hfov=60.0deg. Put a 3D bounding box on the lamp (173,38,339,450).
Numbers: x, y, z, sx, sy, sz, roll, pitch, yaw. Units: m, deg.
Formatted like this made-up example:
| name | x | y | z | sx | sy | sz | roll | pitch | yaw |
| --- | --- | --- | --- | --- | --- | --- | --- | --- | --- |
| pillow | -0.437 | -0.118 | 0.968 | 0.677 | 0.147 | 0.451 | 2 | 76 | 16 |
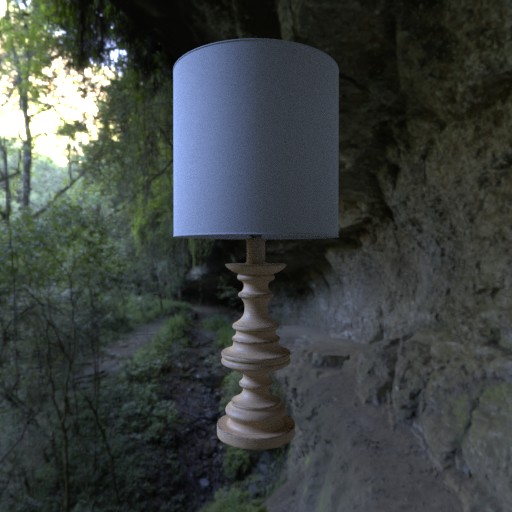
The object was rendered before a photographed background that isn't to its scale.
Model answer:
| name | x | y | z | sx | sy | sz | roll | pitch | yaw |
| --- | --- | --- | --- | --- | --- | --- | --- | --- | --- |
| lamp | 0.000 | 0.000 | 0.568 | 0.208 | 0.455 | 0.208 | 0 | 1 | 34 |
